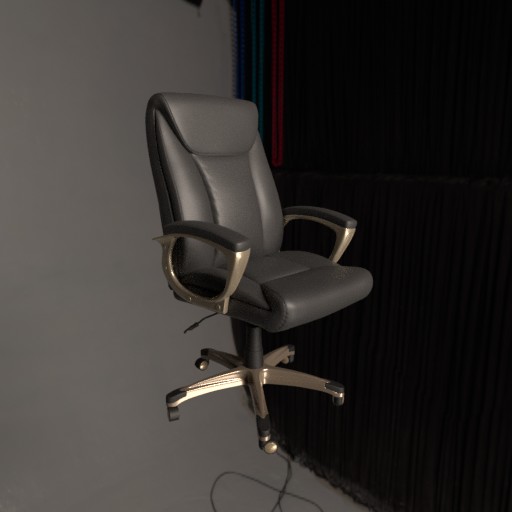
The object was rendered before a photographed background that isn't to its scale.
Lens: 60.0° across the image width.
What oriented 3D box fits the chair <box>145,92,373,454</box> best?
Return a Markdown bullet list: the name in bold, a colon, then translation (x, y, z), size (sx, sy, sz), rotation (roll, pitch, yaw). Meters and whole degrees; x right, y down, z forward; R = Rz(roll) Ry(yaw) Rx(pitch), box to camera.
- **chair**: translation (0.000, 0.000, 1.658), size (0.694, 1.188, 0.748), rotation (-13, 18, -43)
